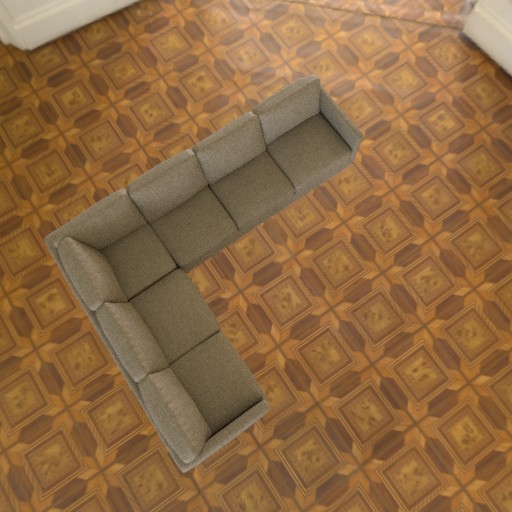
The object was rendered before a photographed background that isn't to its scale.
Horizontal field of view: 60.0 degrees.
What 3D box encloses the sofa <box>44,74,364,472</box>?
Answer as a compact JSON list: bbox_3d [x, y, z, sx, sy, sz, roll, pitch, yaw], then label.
[{"bbox_3d":[0.000,0.000,4.493,3.302,0.947,2.593,-34,77,-9],"label":"sofa"}]
